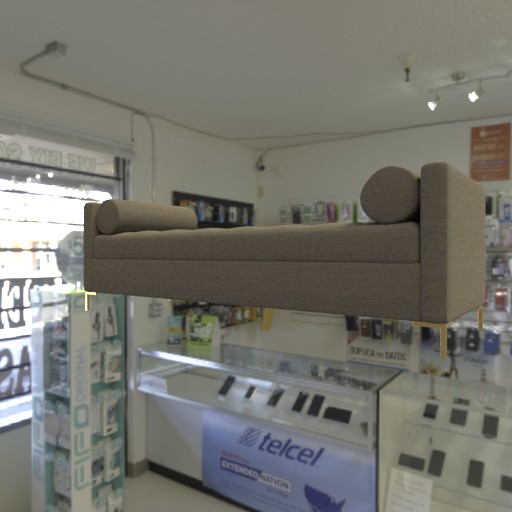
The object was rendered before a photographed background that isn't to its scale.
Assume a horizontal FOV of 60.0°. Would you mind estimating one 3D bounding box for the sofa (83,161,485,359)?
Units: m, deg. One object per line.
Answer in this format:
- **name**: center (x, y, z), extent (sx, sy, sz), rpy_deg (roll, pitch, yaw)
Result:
- **sofa**: center (0.000, 0.000, 2.239), extent (1.981, 0.635, 0.686), rpy_deg (0, 1, 36)
